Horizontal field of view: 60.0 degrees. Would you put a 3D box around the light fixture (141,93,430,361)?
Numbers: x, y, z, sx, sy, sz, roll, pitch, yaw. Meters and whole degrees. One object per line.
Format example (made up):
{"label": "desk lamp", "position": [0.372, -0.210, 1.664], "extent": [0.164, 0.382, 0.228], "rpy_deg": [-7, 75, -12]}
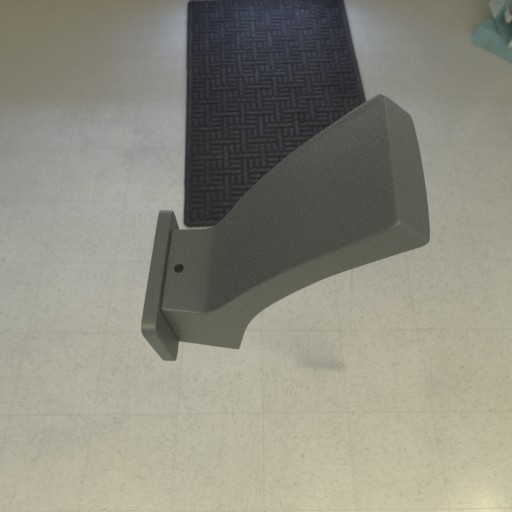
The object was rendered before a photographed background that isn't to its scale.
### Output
{"label": "light fixture", "position": [0.000, 0.000, 0.324], "extent": [0.174, 0.243, 0.108], "rpy_deg": [2, 64, 1]}
